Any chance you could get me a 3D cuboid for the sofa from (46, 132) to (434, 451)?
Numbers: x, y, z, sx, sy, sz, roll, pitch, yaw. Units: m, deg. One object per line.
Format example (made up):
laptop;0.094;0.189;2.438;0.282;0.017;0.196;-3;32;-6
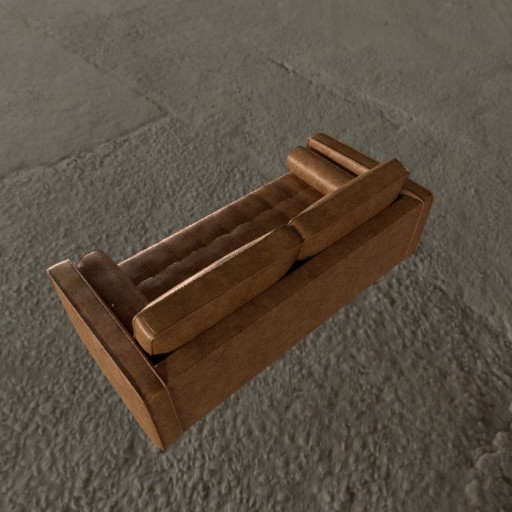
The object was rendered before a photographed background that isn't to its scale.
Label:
sofa;0.000;0.000;2.444;1.920;0.825;0.924;-32;54;-27
